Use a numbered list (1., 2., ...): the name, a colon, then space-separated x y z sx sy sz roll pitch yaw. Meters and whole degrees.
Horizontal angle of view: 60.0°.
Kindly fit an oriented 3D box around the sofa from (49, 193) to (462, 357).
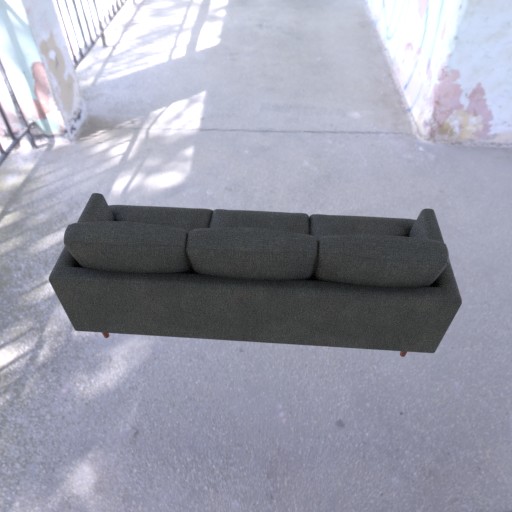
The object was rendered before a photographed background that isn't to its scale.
1. sofa: 0.000 0.000 2.806 2.246 0.930 0.903 3 47 3
